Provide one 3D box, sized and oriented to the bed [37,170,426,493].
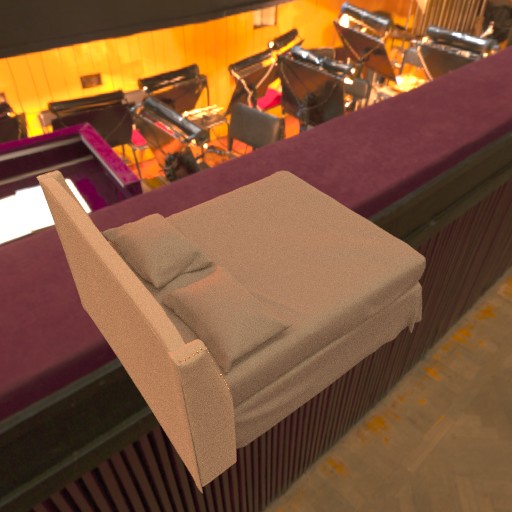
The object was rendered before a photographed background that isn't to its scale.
[{"bbox_3d":[0.000,0.000,3.321,2.276,1.332,1.925,-27,47,-27],"label":"bed"}]
